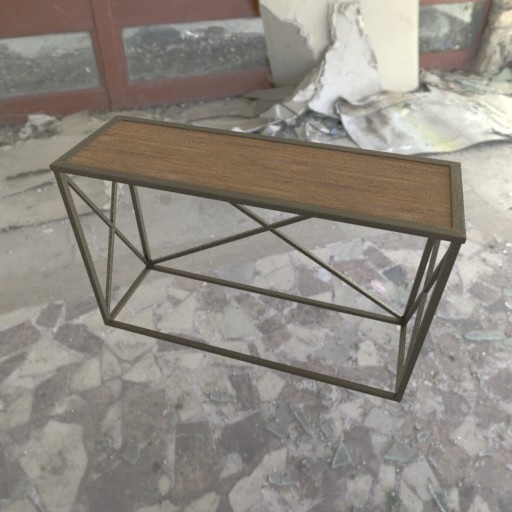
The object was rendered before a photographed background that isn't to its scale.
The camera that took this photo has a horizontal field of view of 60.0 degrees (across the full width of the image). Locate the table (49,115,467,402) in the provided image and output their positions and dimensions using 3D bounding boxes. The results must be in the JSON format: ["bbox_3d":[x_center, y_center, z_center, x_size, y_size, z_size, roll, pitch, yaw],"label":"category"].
[{"bbox_3d":[0.000,0.000,1.619,1.216,0.753,0.402,12,42,13],"label":"table"}]
